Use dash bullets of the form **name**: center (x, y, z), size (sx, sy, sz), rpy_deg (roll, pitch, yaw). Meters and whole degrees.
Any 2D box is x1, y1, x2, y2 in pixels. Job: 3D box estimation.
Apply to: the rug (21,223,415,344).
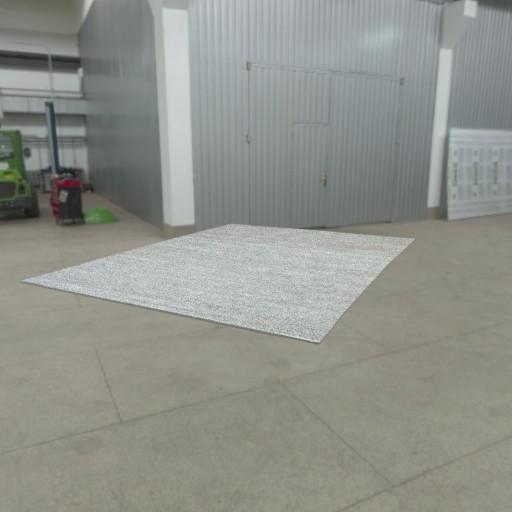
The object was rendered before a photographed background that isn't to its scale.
- **rug**: center (0.000, 0.000, 4.232), size (2.434, 0.045, 3.202), rpy_deg (7, 15, 27)
